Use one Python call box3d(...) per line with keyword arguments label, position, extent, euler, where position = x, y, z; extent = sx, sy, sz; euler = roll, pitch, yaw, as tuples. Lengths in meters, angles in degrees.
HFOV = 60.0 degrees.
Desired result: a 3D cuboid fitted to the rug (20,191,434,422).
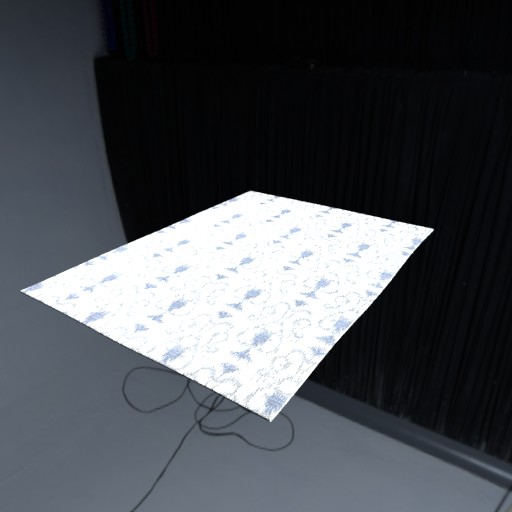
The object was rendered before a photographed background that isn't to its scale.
box3d(label="rug", position=(0.000, 0.000, 2.894), extent=(1.676, 0.013, 2.261), euler=(17, 30, 31))
